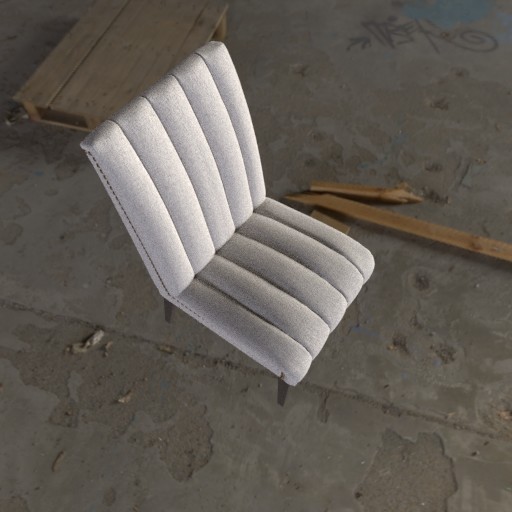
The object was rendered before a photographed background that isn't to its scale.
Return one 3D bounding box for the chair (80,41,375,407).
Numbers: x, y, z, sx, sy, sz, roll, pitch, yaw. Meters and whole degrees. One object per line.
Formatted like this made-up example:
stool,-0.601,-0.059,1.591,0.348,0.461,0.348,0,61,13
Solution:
chair,0.000,0.000,1.407,0.647,1.016,0.511,31,63,18
